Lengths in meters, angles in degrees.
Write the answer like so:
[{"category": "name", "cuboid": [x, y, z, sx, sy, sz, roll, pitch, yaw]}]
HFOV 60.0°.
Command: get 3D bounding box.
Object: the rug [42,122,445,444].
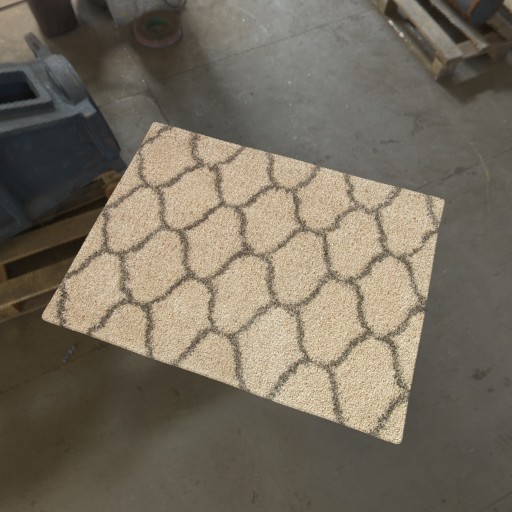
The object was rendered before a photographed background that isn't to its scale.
[{"category": "rug", "cuboid": [0.000, 0.000, 2.092, 1.600, 0.025, 1.200, 17, 65, 8]}]
